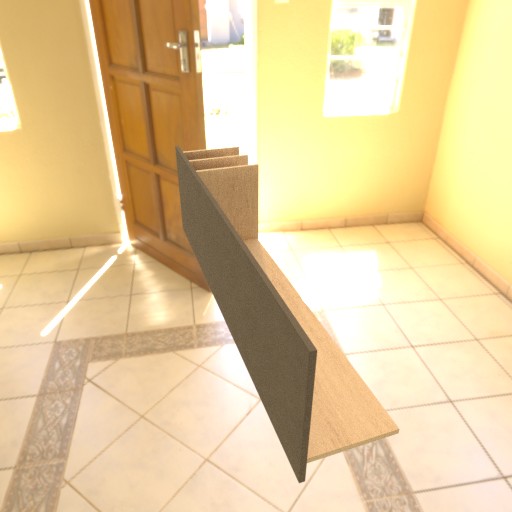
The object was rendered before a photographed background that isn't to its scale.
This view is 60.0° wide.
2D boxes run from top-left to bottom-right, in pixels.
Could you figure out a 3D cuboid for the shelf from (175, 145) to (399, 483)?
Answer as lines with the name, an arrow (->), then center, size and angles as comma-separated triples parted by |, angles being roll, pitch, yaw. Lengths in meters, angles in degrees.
shelf -> 0.000, 0.000, 1.127 | 0.200, 0.300, 1.020 | -10, 32, -16
